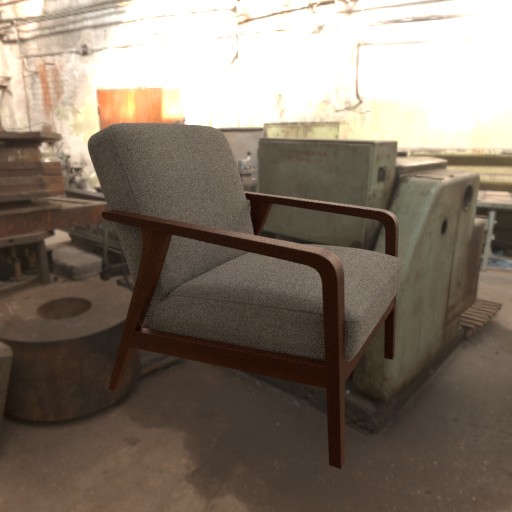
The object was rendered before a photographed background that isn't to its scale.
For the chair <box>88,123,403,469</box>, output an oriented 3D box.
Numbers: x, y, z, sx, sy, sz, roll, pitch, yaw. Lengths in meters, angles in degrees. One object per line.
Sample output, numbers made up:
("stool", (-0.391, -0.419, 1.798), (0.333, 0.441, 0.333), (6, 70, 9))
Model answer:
("chair", (0.000, 0.000, 1.466), (0.858, 0.847, 0.704), (8, 17, 27))
